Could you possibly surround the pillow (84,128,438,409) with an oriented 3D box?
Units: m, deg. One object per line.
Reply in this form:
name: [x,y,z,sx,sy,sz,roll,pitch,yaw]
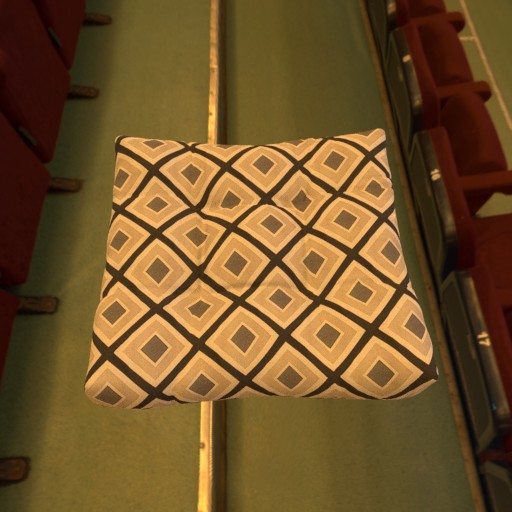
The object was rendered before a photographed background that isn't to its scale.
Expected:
pillow: [0.000,0.000,0.726,0.490,0.128,0.468,-2,62,-1]
